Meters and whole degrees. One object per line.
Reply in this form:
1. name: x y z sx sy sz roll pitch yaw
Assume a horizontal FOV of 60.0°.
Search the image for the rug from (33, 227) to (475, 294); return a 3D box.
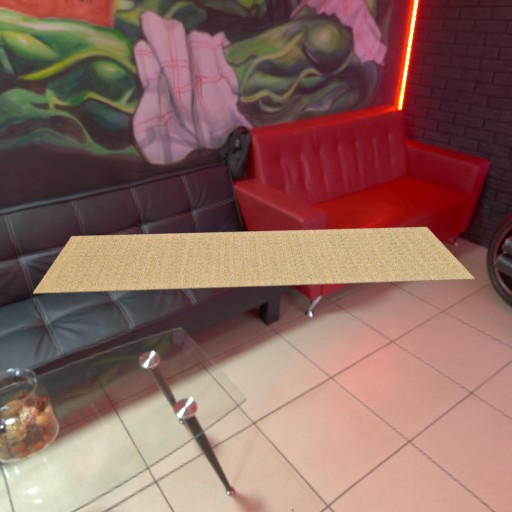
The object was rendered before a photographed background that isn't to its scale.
1. rug: 0.000 0.000 2.741 2.437 0.006 0.686 -2 29 -3
